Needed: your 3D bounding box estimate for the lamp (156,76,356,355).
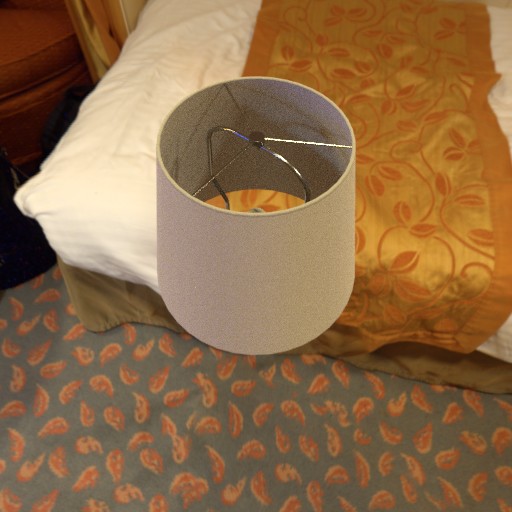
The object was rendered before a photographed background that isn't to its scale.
[{"bbox_3d":[0.000,0.000,0.564,0.254,0.392,0.254,0,57,0],"label":"lamp"}]
